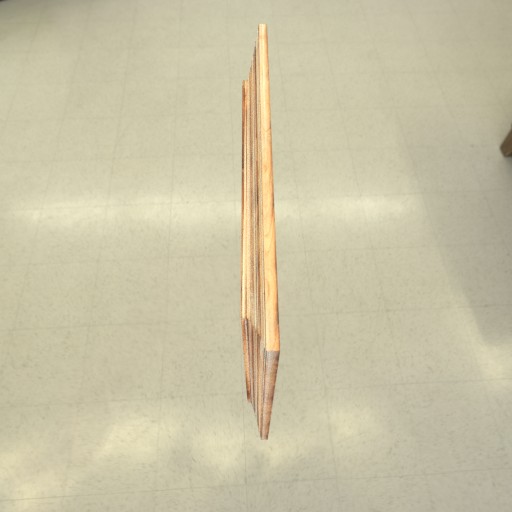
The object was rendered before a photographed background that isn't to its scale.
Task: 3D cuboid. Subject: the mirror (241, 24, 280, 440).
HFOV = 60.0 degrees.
[{"bbox_3d":[0.000,0.000,1.192,0.061,0.804,0.804,-1,59,0],"label":"mirror"}]
